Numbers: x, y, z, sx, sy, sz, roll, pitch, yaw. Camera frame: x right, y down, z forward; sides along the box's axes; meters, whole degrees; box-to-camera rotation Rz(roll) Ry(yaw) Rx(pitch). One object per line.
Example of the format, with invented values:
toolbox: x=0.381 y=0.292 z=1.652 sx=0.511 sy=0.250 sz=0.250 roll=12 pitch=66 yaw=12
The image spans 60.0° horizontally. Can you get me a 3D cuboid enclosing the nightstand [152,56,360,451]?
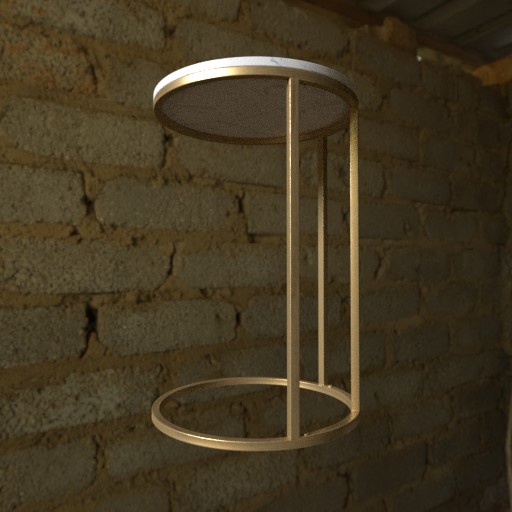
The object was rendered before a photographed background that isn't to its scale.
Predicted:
nightstand: x=0.000 y=0.000 z=0.880 sx=0.400 sy=0.610 sz=0.400 roll=0 pitch=-1 yaw=17
